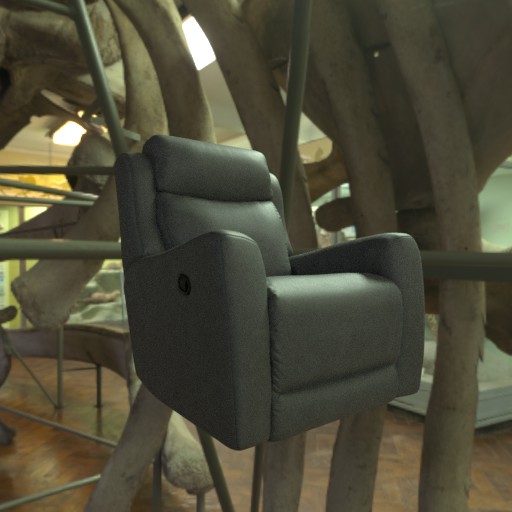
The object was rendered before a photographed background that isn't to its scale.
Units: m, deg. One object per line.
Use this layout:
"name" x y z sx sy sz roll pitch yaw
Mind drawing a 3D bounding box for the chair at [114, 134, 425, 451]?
"chair" 0.000 0.000 1.902 0.965 1.116 1.068 -1 1 -36
